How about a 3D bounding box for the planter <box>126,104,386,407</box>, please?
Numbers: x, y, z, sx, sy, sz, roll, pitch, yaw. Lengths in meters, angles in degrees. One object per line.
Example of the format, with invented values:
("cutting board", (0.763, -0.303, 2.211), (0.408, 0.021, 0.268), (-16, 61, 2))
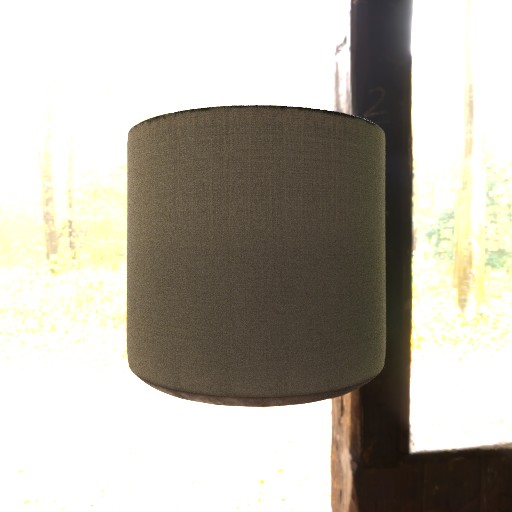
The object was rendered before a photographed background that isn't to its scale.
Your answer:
("planter", (0.000, 0.000, 0.390), (0.221, 0.201, 0.221), (0, 2, 0))
